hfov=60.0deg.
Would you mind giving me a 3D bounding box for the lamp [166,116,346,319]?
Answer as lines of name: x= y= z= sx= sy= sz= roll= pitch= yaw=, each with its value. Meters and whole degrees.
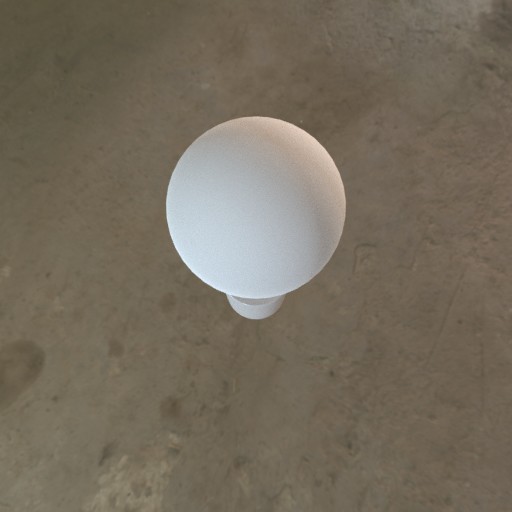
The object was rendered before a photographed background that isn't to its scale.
lamp: x=0.000 y=0.000 z=0.543 sx=0.153 sy=0.480 sz=0.153 roll=0 pitch=76 yaw=0
